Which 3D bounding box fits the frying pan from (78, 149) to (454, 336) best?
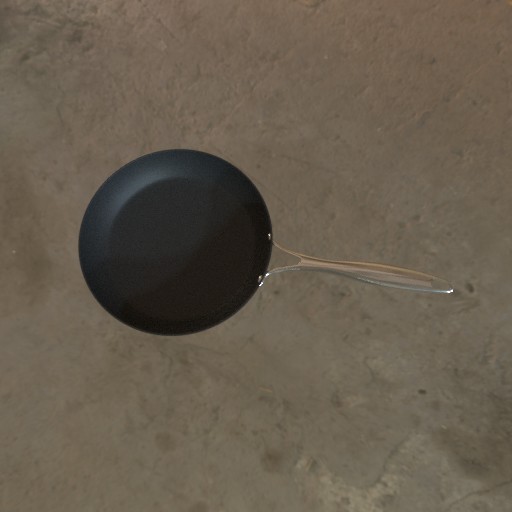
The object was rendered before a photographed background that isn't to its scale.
[{"bbox_3d":[0.000,0.000,0.575,0.472,0.105,0.255,13,77,3],"label":"frying pan"}]
